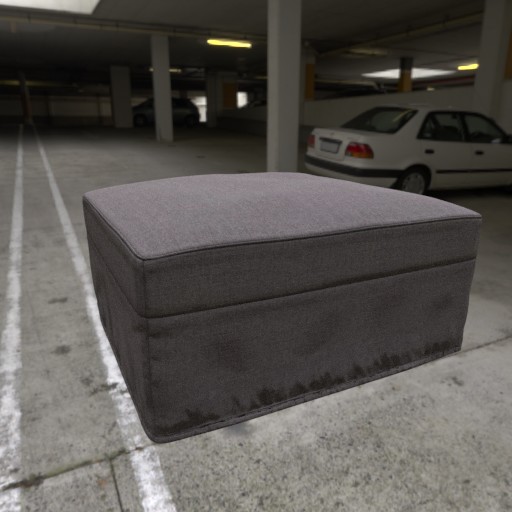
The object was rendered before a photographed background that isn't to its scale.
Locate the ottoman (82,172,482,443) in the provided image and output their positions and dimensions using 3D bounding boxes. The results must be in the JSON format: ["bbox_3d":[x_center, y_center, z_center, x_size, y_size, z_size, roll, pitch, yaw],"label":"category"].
[{"bbox_3d":[0.000,0.000,1.277,0.843,0.436,0.840,-8,18,-25],"label":"ottoman"}]
